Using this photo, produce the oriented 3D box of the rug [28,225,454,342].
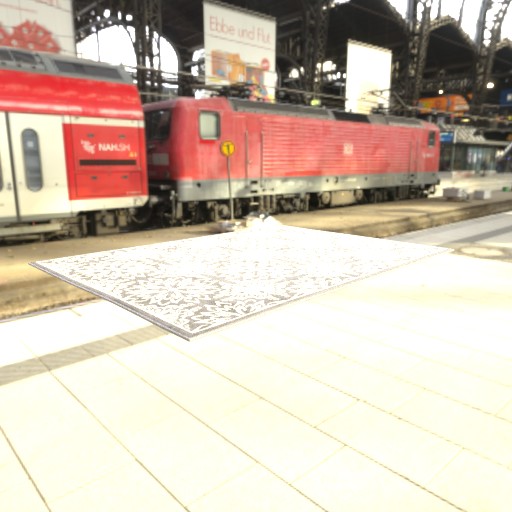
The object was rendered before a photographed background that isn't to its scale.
[{"bbox_3d":[0.000,0.000,2.823,2.213,0.014,1.608,-12,17,-43],"label":"rug"}]
